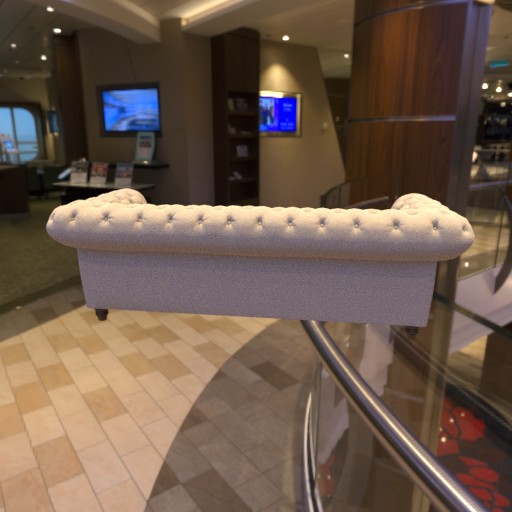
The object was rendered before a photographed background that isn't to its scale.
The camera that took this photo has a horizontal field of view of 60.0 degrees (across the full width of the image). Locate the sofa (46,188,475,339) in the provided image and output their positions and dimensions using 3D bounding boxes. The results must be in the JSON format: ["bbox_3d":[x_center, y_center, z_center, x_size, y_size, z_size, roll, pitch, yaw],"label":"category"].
[{"bbox_3d":[0.000,0.000,3.191,2.694,0.847,1.076,2,15,8],"label":"sofa"}]
